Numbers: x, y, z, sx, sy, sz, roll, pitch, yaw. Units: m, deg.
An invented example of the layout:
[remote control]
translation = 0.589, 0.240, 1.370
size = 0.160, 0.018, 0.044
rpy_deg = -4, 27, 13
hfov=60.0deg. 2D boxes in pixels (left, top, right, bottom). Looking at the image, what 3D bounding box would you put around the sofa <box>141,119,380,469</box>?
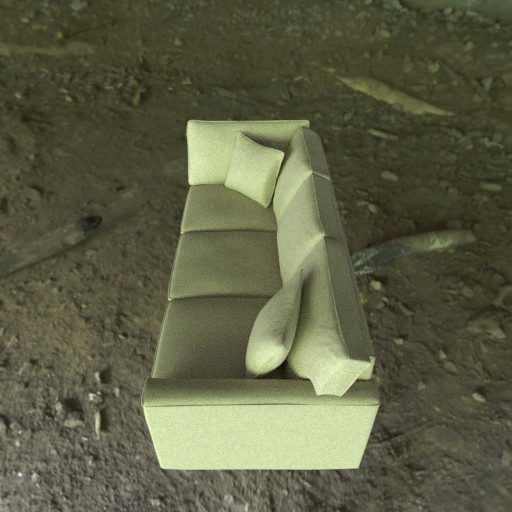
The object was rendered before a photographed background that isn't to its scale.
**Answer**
[sofa]
translation = 0.000, 0.000, 2.826
size = 1.053, 0.948, 2.323
rpy_deg = 0, 40, 0
